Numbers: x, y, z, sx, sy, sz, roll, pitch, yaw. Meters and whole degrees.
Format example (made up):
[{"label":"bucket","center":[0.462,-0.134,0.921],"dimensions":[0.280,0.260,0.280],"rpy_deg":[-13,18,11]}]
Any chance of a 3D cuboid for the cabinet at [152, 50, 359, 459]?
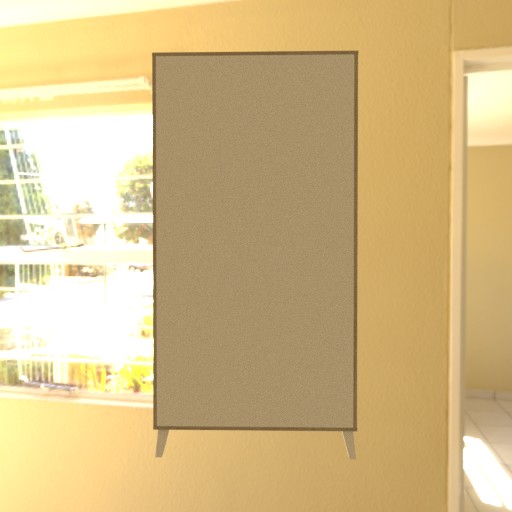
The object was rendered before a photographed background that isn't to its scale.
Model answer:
[{"label":"cabinet","center":[0.000,0.000,2.457],"dimensions":[1.006,1.999,0.571],"rpy_deg":[0,1,1]}]
